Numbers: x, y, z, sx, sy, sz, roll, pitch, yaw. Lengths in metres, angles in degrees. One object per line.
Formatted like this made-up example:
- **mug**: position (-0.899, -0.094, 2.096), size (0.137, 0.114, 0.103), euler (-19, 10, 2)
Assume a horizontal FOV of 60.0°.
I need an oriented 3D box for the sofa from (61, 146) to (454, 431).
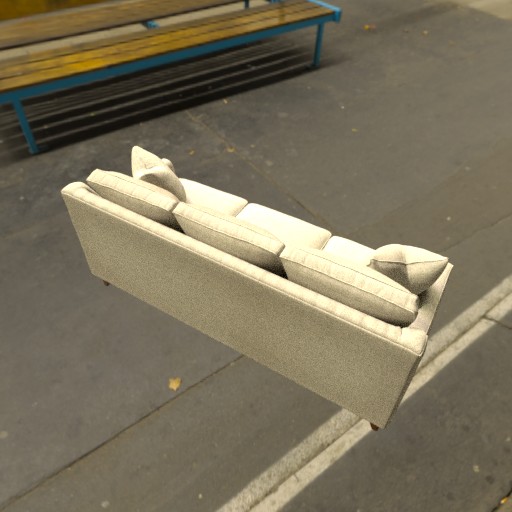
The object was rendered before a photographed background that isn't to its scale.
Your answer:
- **sofa**: position (0.000, 0.000, 2.574), size (2.031, 0.914, 0.865), euler (23, 50, 22)
